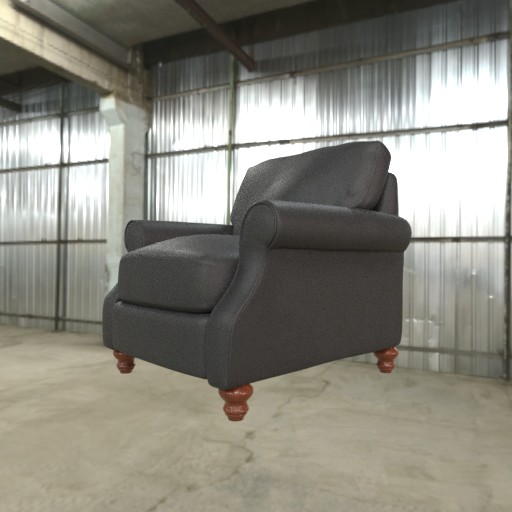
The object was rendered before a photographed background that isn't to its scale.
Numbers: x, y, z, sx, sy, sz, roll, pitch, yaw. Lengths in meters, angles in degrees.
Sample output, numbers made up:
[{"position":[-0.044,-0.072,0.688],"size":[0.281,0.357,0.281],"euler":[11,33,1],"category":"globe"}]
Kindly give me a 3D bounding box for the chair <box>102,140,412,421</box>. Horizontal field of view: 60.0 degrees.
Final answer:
[{"position":[0.000,0.000,1.830],"size":[1.027,0.960,1.015],"euler":[0,0,-37],"category":"chair"}]
